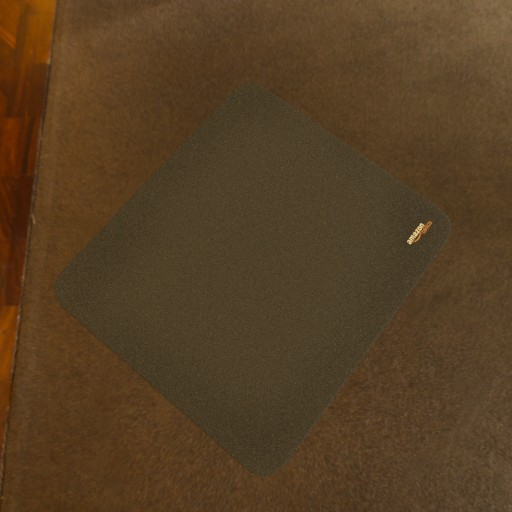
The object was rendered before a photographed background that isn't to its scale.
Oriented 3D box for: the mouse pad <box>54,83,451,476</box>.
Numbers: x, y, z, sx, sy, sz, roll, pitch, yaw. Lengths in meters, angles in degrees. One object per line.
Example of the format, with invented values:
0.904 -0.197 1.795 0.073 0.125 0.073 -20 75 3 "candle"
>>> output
0.000 0.000 0.322 0.203 0.003 0.229 38 78 10 "mouse pad"
